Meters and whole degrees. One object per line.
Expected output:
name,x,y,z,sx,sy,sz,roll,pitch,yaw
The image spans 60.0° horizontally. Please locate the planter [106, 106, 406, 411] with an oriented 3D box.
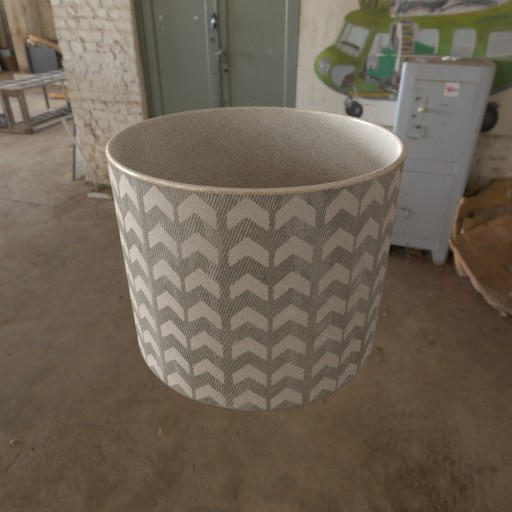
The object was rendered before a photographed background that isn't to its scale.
planter,0.000,0.000,0.336,0.190,0.181,0.190,0,30,0
